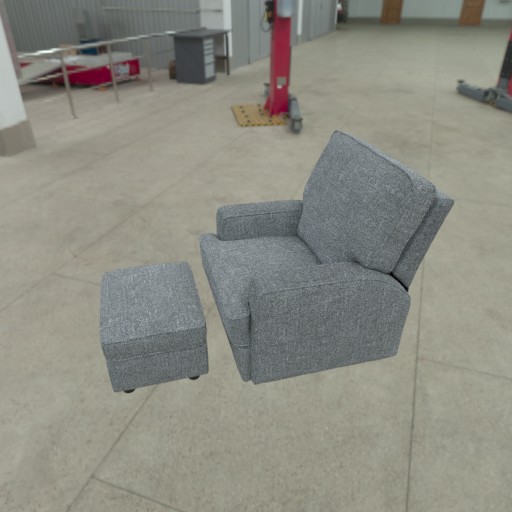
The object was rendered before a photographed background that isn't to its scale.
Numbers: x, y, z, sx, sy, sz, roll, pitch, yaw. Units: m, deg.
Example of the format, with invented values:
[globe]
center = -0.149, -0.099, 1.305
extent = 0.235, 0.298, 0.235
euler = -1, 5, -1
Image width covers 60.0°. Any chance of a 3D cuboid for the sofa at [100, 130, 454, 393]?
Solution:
[sofa]
center = 0.000, 0.000, 2.106
extent = 1.472, 0.959, 0.861
euler = -8, 32, -13
